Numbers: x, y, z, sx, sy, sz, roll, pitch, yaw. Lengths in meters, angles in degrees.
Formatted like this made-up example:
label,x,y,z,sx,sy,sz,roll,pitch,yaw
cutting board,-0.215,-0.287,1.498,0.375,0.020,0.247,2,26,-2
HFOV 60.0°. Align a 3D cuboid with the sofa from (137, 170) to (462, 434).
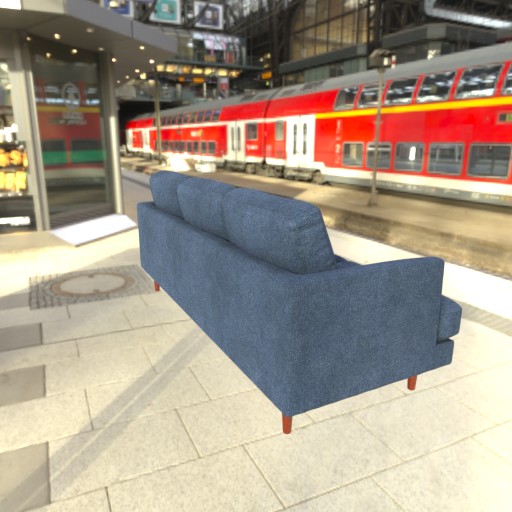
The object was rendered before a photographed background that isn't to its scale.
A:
label,x,y,z,sx,sy,sz,roll,pitch,yaw
sofa,0.000,0.000,2.674,0.903,0.930,2.246,-8,17,-27
